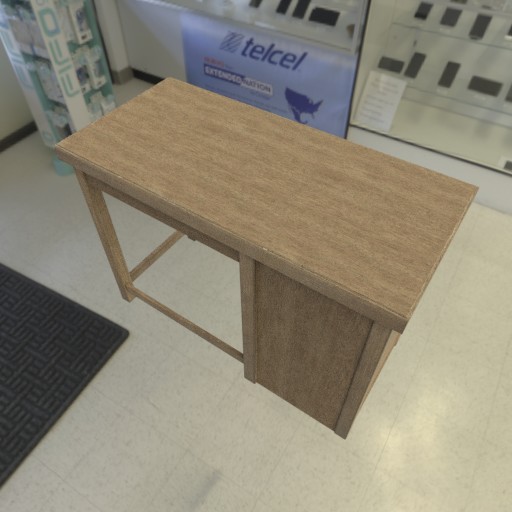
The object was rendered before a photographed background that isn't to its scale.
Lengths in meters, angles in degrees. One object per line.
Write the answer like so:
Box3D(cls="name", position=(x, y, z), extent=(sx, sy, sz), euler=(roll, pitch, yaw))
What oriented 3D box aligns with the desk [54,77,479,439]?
Box3D(cls="desk", position=(0.000, 0.000, 1.805), extent=(1.289, 0.912, 0.610), euler=(27, 54, 22))
